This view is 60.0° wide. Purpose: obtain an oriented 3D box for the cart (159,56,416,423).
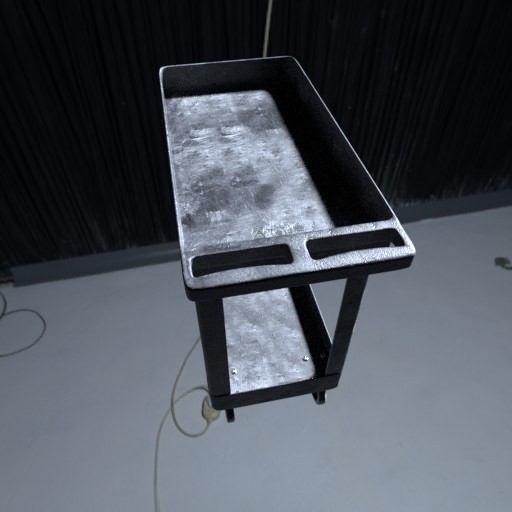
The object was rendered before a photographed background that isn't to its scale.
[{"bbox_3d":[0.000,0.000,1.352,0.420,0.824,0.877,-8,47,-8],"label":"cart"}]
